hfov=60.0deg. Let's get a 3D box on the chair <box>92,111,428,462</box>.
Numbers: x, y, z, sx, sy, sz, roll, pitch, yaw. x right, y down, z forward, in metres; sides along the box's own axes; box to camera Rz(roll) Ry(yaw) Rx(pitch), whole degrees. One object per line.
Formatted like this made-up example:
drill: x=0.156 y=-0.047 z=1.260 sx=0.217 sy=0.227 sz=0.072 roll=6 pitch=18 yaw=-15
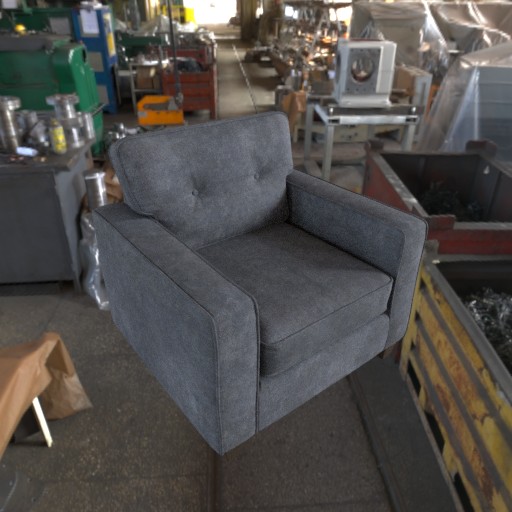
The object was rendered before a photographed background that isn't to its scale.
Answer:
chair: x=0.000 y=0.000 z=1.822 sx=1.015 sy=0.965 sz=0.939 roll=-21 pitch=36 yaw=-32
